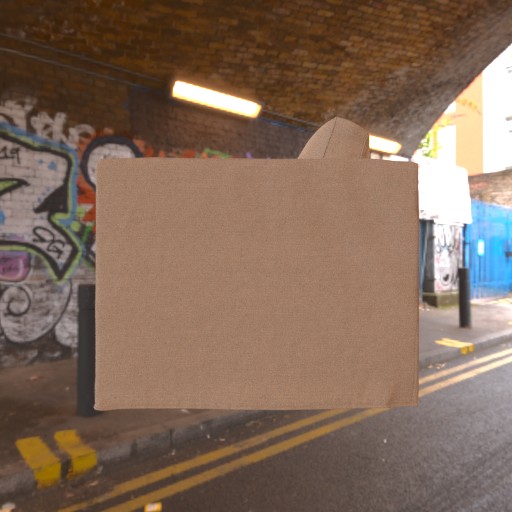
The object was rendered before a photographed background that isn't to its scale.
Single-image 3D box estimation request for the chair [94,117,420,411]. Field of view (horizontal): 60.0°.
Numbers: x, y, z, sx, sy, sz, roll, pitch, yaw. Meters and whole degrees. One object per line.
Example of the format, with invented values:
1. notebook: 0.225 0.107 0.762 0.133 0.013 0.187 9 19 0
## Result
1. chair: 0.000 0.000 1.755 0.949 0.867 1.057 0 0 0
